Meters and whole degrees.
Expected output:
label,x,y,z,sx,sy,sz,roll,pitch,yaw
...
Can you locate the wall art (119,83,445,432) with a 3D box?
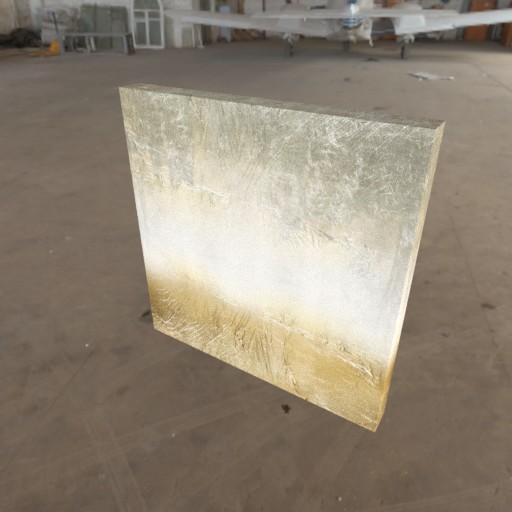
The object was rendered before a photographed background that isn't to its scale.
label,x,y,z,sx,sy,sz,roll,pitch,yaw
wall art,0.000,0.000,0.606,0.405,0.407,0.038,18,35,28
